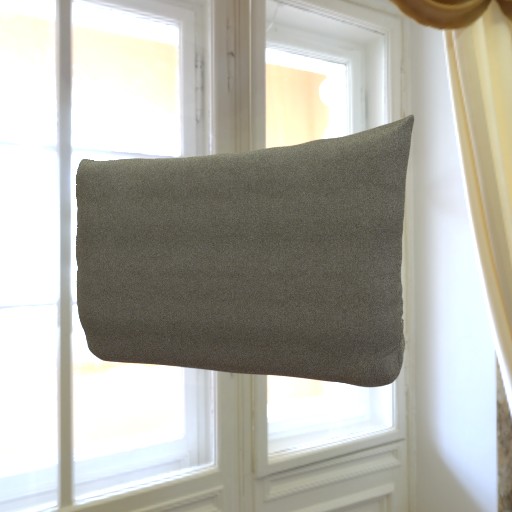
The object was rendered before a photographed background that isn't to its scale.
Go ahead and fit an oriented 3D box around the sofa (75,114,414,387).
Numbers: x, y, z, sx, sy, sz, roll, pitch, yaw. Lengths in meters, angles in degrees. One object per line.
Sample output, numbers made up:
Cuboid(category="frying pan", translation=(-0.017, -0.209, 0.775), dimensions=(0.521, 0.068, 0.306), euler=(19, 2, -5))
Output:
Cuboid(category="sofa", translation=(0.000, 0.000, 1.724), dimensions=(1.144, 0.795, 0.847), euler=(0, 1, 19))
